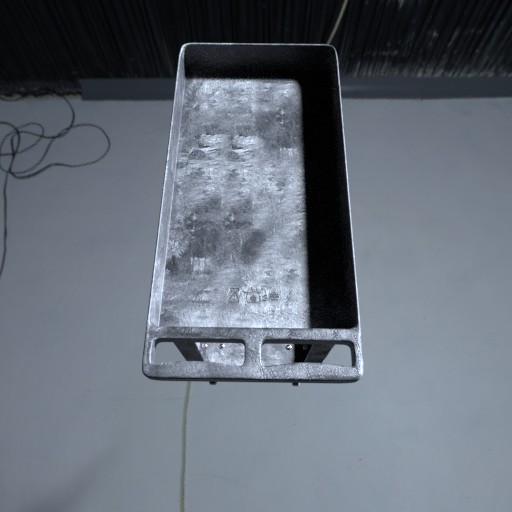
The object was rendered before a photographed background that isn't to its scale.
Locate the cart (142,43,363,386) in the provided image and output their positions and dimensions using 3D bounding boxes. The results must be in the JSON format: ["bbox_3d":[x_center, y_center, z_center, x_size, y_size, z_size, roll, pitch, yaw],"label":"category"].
[{"bbox_3d":[0.000,0.000,1.378,0.420,0.824,0.877,1,66,0],"label":"cart"}]
